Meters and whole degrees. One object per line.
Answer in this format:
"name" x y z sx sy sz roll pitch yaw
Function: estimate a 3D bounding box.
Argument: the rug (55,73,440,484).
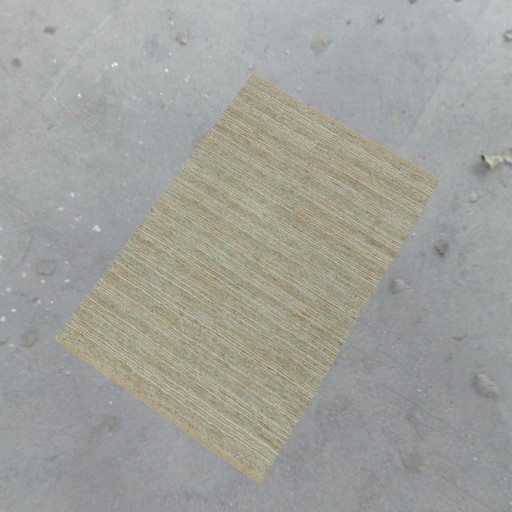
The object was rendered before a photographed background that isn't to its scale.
"rug" 0.000 0.000 2.333 1.240 0.010 1.824 32 78 7
